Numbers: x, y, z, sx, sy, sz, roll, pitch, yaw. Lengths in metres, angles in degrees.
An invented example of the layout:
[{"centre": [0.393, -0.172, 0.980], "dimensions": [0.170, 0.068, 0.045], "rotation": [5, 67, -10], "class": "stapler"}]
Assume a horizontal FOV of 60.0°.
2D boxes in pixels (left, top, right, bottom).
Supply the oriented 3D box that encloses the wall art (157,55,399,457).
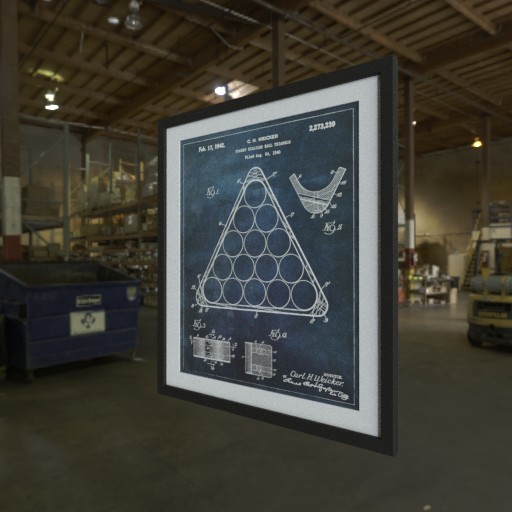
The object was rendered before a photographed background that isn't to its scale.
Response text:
[{"centre": [0.000, 0.000, 1.185], "dimensions": [0.755, 0.863, 0.028], "rotation": [0, 0, 37], "class": "wall art"}]
